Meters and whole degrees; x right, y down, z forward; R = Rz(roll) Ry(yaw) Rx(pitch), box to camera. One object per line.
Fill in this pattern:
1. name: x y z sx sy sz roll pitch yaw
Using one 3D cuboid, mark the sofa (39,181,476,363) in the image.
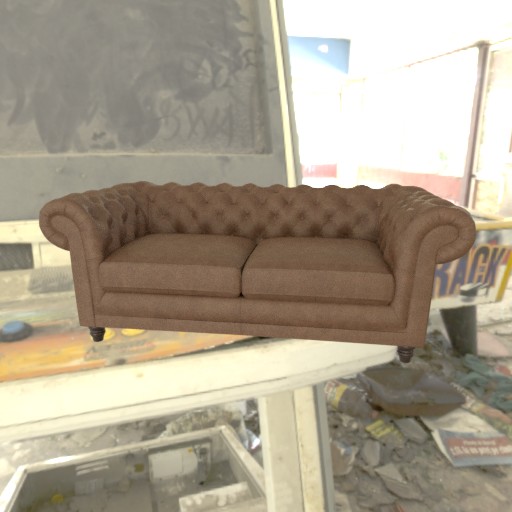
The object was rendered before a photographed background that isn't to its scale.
1. sofa: 0.000 0.000 2.522 2.048 0.784 0.955 2 14 8
